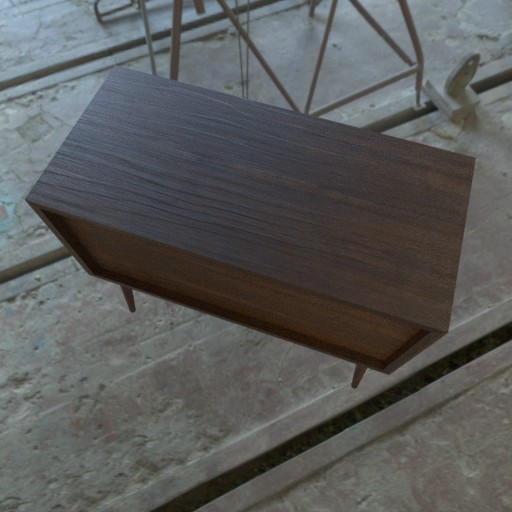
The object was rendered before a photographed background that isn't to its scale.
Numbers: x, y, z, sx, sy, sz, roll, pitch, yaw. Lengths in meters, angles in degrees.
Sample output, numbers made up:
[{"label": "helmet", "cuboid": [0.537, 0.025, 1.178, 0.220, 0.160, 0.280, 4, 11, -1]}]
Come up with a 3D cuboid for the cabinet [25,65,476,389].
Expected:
[{"label": "cabinet", "cuboid": [0.000, 0.000, 1.098, 0.743, 0.654, 0.354, 17, 65, 8]}]
